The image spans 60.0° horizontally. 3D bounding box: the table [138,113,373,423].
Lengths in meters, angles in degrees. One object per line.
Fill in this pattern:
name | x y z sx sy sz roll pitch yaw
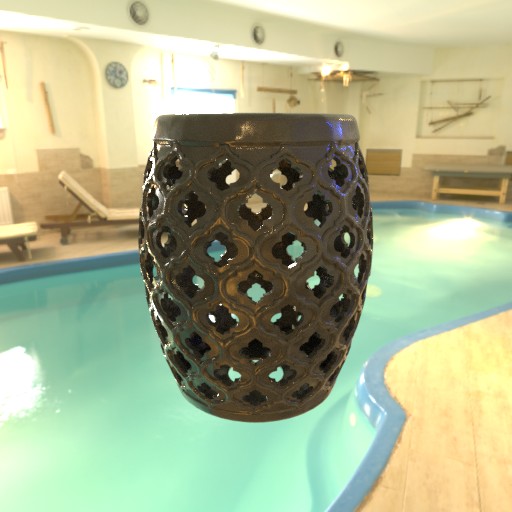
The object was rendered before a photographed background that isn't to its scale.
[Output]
table | 0.000 0.000 0.641 0.325 0.388 0.325 0 17 0
